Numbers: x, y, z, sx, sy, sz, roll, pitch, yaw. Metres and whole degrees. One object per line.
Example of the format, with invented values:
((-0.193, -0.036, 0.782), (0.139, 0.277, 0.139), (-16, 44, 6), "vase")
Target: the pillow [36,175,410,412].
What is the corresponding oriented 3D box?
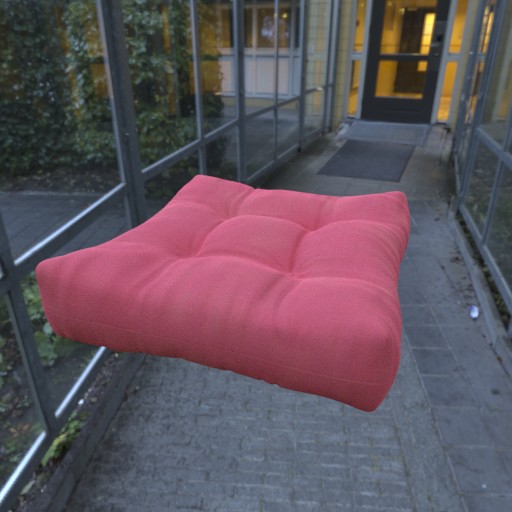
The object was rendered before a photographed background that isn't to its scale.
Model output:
((0.000, 0.000, 0.721), (0.468, 0.128, 0.490), (8, 27, 17), "pillow")
